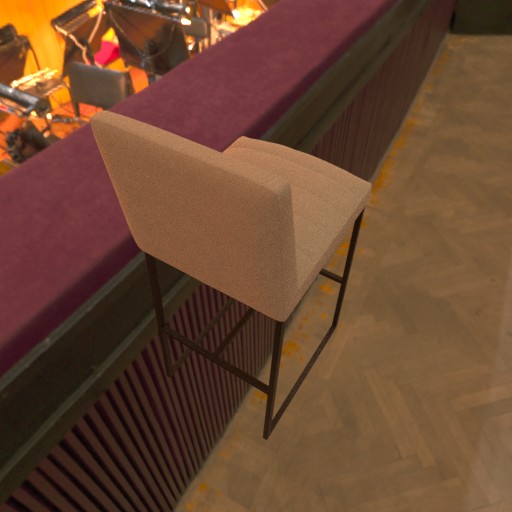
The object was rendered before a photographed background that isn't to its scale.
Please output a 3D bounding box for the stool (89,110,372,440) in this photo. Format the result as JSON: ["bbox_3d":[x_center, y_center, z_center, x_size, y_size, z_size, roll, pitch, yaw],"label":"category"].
[{"bbox_3d":[0.000,0.000,1.330,0.464,1.061,0.573,25,52,22],"label":"stool"}]
